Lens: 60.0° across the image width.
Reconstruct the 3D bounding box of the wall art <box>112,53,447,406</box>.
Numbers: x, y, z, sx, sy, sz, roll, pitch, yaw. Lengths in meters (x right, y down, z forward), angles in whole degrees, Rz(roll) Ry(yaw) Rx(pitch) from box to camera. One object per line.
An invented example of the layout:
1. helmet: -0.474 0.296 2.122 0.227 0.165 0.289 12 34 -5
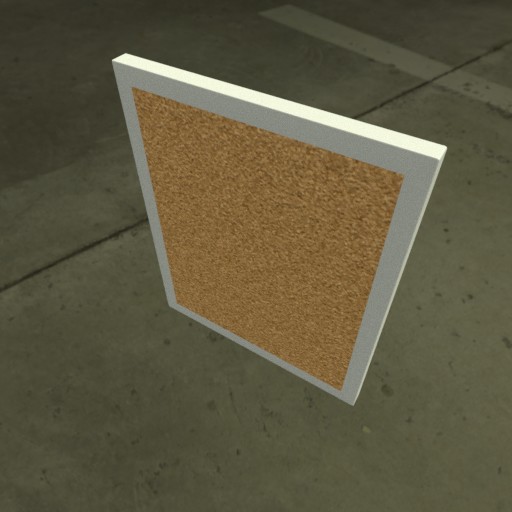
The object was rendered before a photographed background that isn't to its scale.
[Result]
1. wall art: 0.000 0.000 0.737 0.454 0.556 0.028 24 51 21
